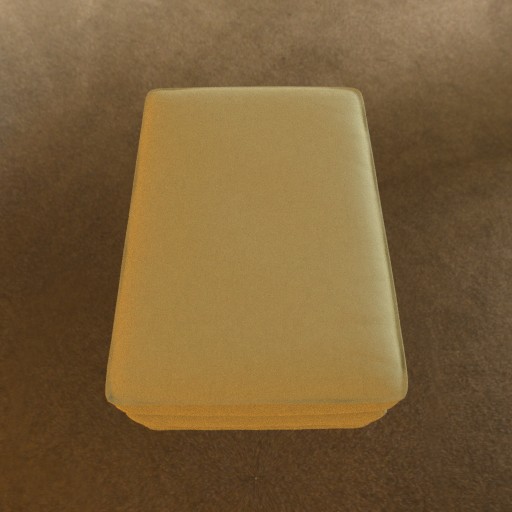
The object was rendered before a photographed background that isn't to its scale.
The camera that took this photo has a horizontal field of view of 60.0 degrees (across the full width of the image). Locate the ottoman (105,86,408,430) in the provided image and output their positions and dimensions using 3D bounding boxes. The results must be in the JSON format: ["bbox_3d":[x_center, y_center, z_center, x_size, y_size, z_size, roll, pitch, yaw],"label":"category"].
[{"bbox_3d":[0.000,0.000,1.188,0.611,0.482,0.848,0,63,0],"label":"ottoman"}]
